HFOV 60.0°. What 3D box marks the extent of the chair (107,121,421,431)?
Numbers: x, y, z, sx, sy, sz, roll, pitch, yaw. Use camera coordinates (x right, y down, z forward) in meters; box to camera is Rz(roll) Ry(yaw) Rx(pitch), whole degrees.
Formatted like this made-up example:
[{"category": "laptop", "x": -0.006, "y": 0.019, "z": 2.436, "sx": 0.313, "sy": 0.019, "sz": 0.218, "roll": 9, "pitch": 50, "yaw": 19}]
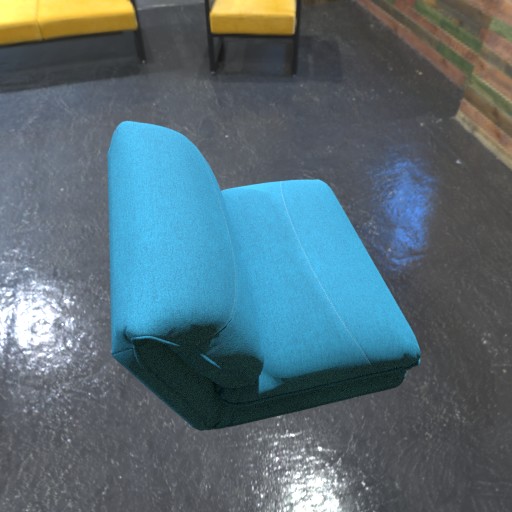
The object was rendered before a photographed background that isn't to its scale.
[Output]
[{"category": "chair", "x": 0.000, "y": 0.000, "z": 1.336, "sx": 0.780, "sy": 0.580, "sz": 0.820, "roll": -10, "pitch": 48, "yaw": -9}]
